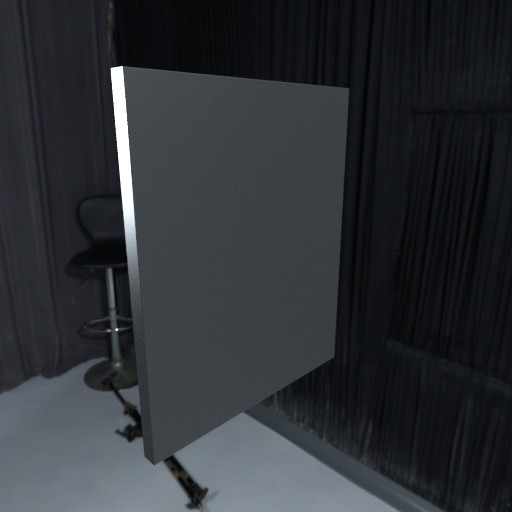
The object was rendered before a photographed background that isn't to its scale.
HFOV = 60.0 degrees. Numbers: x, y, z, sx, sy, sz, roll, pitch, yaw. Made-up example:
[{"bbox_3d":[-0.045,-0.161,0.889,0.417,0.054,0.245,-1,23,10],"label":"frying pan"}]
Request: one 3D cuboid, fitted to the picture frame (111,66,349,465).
[{"bbox_3d":[0.000,0.000,0.753,0.460,0.556,0.028,-16,23,-43],"label":"picture frame"}]
